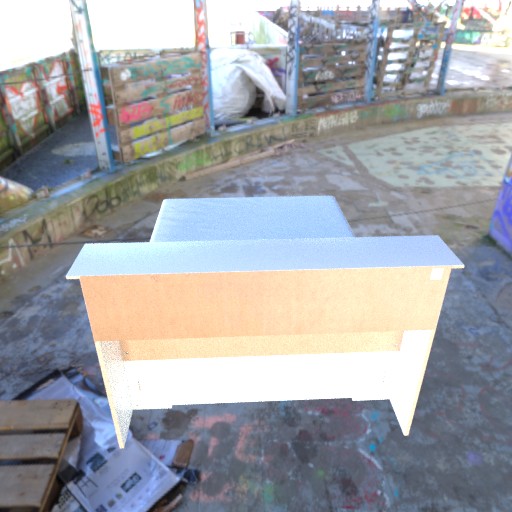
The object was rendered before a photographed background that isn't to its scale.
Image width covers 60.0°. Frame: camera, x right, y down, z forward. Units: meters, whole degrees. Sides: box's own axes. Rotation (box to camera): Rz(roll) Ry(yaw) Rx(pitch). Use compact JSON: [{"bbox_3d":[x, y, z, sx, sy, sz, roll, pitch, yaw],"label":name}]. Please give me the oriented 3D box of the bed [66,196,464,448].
[{"bbox_3d":[0.000,0.000,3.047,1.671,1.092,2.133,-1,30,-3],"label":"bed"}]
